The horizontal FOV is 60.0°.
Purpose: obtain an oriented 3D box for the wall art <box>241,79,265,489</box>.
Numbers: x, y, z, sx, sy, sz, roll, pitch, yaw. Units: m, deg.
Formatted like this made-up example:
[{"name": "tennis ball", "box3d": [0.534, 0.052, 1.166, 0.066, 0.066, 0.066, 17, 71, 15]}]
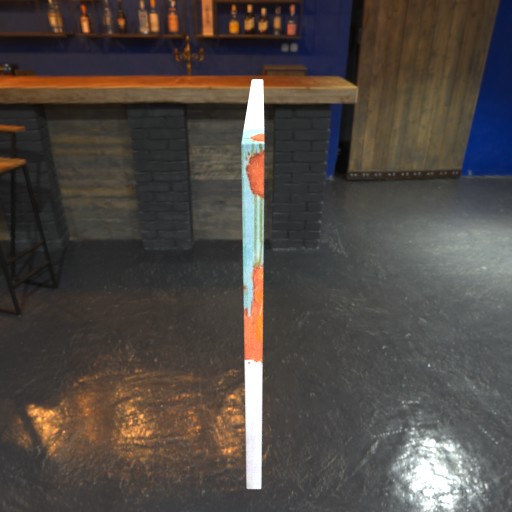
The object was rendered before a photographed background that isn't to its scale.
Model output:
[{"name": "wall art", "box3d": [0.000, 0.000, 1.516, 0.044, 1.017, 1.017, 0, 28, 1]}]
